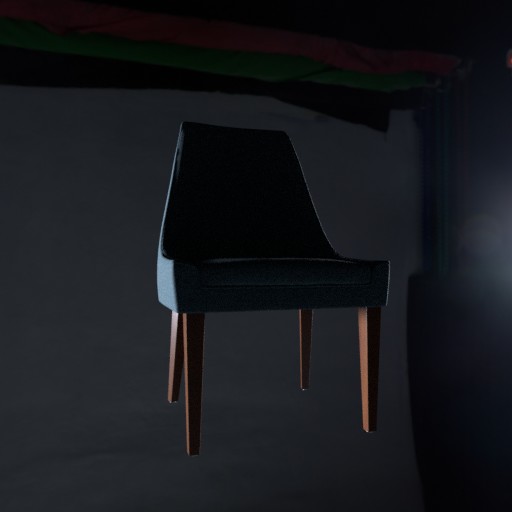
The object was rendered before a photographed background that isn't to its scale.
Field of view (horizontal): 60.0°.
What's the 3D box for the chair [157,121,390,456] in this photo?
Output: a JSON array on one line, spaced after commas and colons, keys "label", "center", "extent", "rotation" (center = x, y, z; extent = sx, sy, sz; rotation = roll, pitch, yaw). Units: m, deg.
[{"label": "chair", "center": [0.000, 0.000, 1.238], "extent": [0.529, 0.861, 0.544], "rotation": [0, -1, -18]}]
